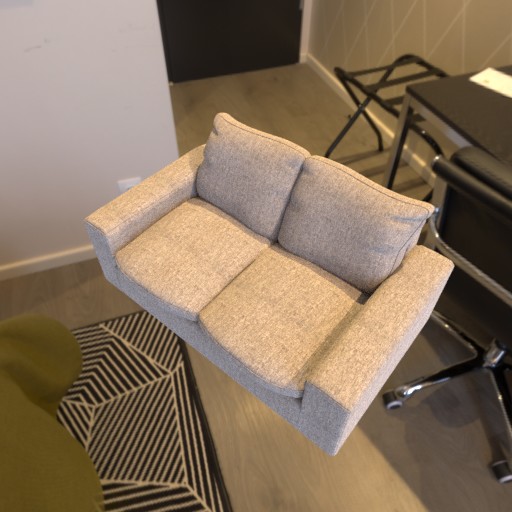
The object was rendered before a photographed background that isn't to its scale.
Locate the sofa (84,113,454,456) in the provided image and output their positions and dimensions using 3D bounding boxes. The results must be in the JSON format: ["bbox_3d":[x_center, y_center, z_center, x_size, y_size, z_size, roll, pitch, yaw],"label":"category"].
[{"bbox_3d":[0.000,0.000,2.442,1.758,0.877,1.094,31,55,26],"label":"sofa"}]
